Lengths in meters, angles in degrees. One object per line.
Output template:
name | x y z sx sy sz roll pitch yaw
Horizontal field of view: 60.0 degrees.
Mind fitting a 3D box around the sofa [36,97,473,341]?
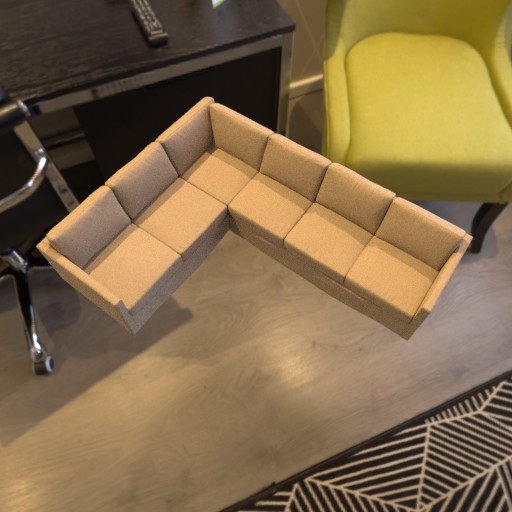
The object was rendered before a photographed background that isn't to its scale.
sofa | 0.000 0.000 4.239 3.182 0.871 2.432 32 65 17
